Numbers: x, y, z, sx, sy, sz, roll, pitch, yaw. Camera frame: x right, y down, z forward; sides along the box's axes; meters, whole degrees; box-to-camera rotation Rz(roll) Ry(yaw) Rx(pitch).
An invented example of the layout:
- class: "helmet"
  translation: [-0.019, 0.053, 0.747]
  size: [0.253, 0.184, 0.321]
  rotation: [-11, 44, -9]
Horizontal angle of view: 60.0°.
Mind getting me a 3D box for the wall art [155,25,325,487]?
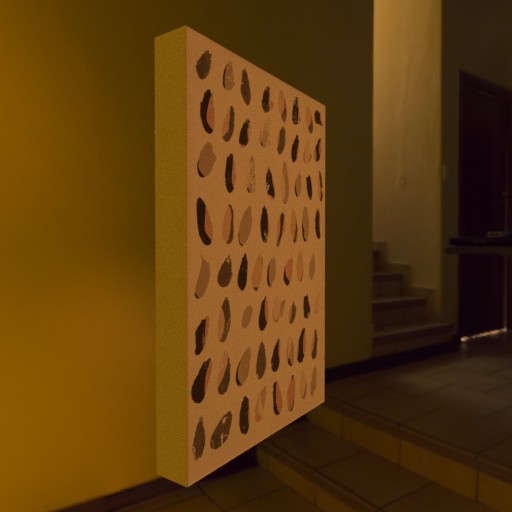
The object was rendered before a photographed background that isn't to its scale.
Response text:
- class: "wall art"
  translation: [0.000, 0.000, 0.479]
  size: [0.039, 0.381, 0.252]
  rotation: [1, 1, 35]
